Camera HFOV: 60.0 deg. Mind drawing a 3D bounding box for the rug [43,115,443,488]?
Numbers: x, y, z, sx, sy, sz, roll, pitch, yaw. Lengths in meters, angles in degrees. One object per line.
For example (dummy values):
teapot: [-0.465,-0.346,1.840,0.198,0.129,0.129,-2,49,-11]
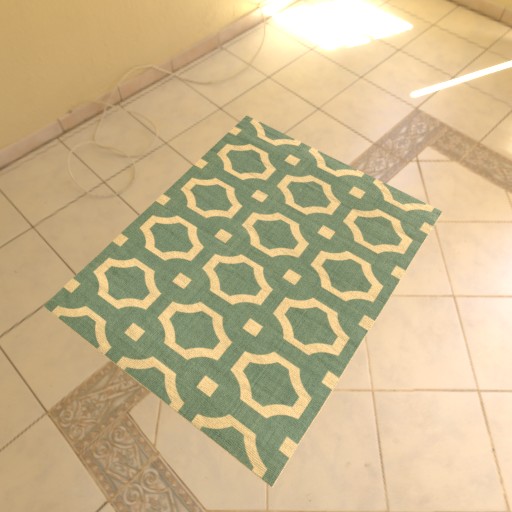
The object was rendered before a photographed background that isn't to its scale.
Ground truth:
rug: [0.000,0.000,4.200,2.466,0.021,3.049,31,63,18]
